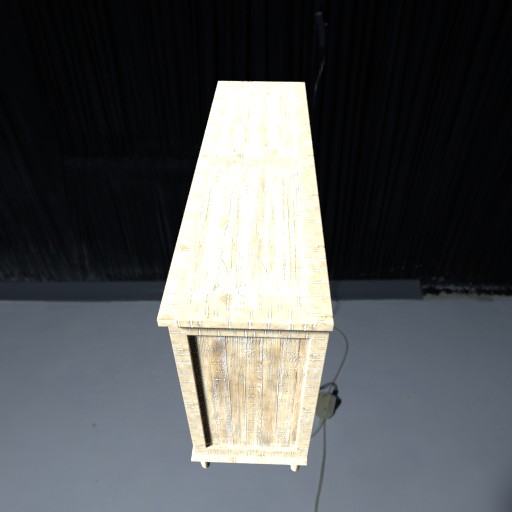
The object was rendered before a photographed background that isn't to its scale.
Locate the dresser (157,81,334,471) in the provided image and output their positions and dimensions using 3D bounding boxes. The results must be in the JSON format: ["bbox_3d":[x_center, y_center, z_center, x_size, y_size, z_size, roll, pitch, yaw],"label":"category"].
[{"bbox_3d":[0.000,0.000,2.086,0.457,1.016,1.626,1,42,1],"label":"dresser"}]
